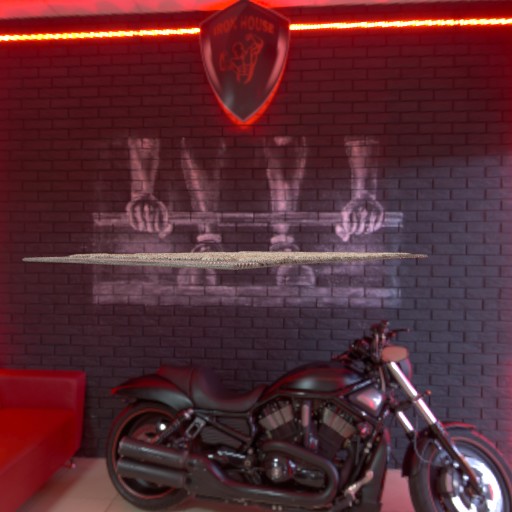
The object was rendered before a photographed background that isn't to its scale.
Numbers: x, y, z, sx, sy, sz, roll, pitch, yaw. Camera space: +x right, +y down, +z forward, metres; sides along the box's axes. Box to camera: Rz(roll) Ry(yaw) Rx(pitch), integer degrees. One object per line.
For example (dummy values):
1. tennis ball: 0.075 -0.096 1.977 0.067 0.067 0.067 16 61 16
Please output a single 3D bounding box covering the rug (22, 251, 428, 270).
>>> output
1. rug: 0.000 0.000 2.314 1.222 0.030 1.823 1 2 37
